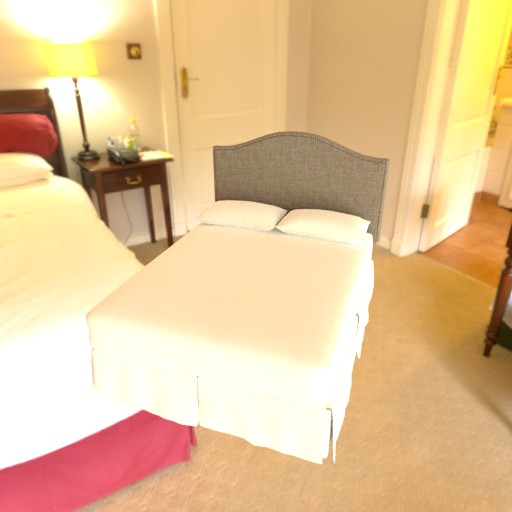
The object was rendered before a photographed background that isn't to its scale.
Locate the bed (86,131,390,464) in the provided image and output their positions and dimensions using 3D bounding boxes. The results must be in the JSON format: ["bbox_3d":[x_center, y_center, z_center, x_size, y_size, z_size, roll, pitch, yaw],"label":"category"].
[{"bbox_3d":[0.000,0.000,3.382,1.713,1.518,2.153,9,27,18],"label":"bed"}]
